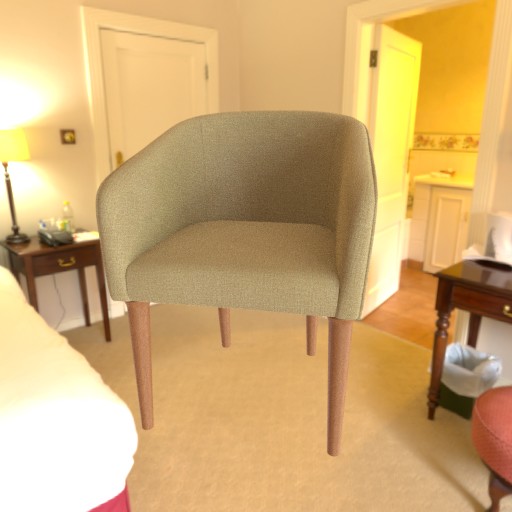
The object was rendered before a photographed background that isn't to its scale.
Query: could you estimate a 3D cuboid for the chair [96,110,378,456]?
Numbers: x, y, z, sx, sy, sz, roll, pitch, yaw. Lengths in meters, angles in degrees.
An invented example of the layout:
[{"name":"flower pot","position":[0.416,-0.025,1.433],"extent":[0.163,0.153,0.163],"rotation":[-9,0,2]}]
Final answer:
[{"name":"chair","position":[0.000,0.000,1.207],"extent":[0.584,0.775,0.616],"rotation":[3,16,11]}]
